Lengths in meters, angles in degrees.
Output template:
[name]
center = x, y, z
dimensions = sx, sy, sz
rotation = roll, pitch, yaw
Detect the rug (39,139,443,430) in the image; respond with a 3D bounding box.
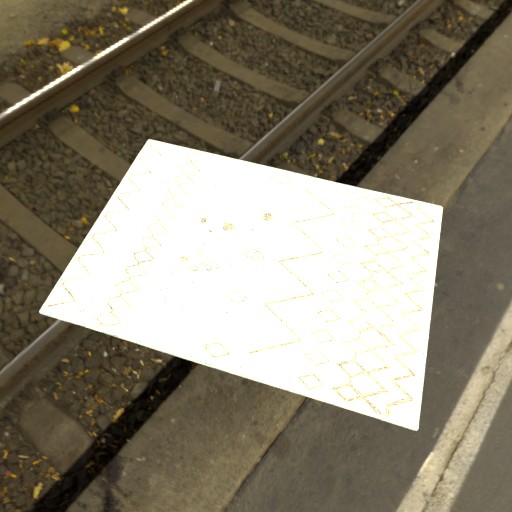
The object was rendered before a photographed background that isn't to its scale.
[rug]
center = 0.000, 0.000, 2.331
dimensions = 1.820, 0.009, 1.260
rotation = 15, 59, 9
